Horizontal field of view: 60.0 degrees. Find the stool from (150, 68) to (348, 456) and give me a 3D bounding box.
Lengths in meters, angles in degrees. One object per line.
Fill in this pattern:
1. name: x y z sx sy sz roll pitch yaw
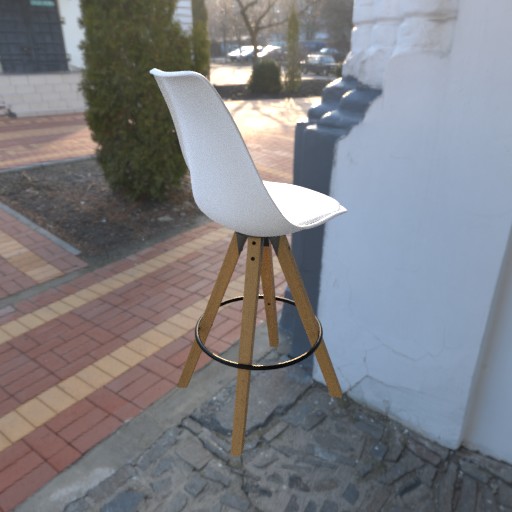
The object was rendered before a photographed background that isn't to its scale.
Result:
1. stool: 0.000 0.000 1.424 0.549 1.115 0.482 -17 30 -32
